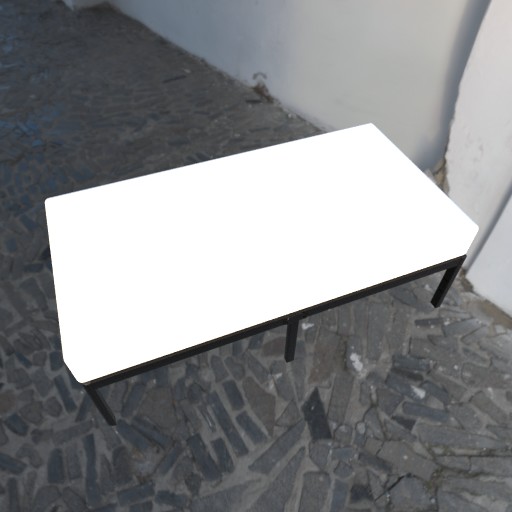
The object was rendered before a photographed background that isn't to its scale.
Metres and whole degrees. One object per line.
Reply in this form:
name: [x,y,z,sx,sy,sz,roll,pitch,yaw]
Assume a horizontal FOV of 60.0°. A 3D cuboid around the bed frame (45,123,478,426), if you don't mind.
bed frame: [0.000,0.000,2.449,1.950,0.659,1.023,-16,51,-14]
